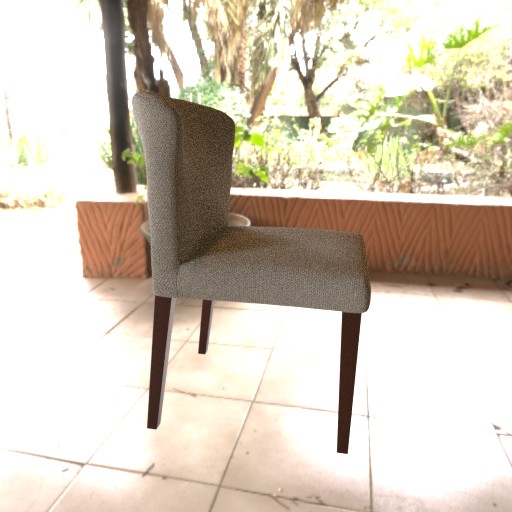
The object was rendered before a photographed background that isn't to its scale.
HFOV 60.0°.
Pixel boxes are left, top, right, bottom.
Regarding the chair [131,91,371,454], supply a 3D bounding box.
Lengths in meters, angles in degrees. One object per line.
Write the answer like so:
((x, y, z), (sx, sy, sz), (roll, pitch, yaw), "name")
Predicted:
((0.000, 0.000, 1.203), (0.589, 0.839, 0.491), (3, 16, 11), "chair")
